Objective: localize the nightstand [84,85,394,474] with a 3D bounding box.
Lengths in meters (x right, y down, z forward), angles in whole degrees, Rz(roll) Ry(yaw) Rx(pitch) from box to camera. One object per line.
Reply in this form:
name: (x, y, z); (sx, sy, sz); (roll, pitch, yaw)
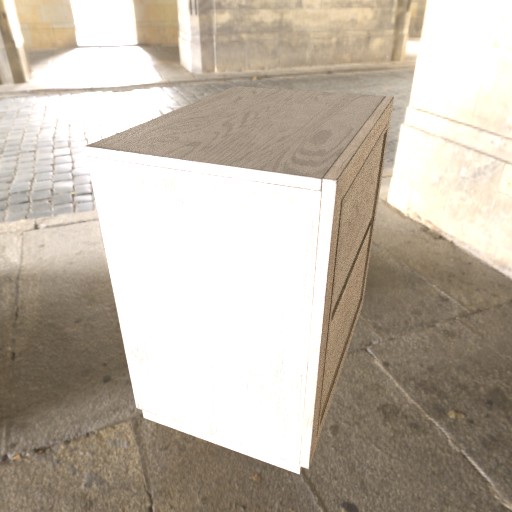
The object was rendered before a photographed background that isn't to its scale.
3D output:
nightstand: (0.000, 0.000, 1.084); (0.483, 0.673, 0.612); (12, 32, 19)
